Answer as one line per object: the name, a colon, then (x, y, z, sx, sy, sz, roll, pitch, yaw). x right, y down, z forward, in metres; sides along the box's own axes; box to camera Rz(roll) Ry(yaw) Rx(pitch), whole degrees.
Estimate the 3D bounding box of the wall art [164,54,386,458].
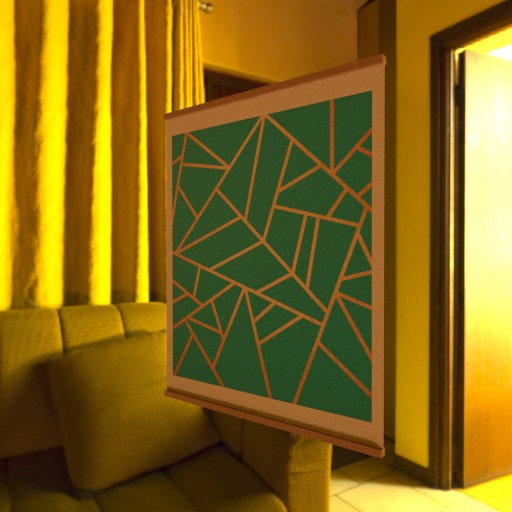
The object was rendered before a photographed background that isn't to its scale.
wall art: (0.000, 0.000, 0.683, 0.405, 0.508, 0.012, 0, 1, 37)
